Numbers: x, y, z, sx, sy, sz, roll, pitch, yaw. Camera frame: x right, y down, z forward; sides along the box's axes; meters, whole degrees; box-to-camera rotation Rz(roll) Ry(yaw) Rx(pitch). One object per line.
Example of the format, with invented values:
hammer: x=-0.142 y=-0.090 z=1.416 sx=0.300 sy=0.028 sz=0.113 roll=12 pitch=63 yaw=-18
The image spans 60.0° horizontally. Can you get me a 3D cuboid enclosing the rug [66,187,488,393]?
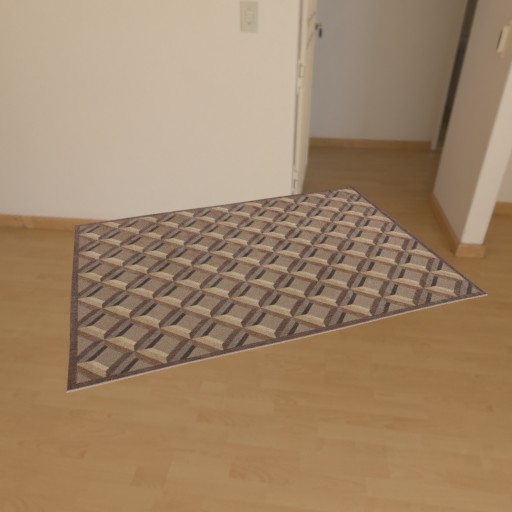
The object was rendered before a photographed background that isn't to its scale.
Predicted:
rug: x=0.000 y=0.000 z=2.865 sx=2.260 sy=0.013 sz=1.600 roll=-10 pitch=34 yaw=-15
